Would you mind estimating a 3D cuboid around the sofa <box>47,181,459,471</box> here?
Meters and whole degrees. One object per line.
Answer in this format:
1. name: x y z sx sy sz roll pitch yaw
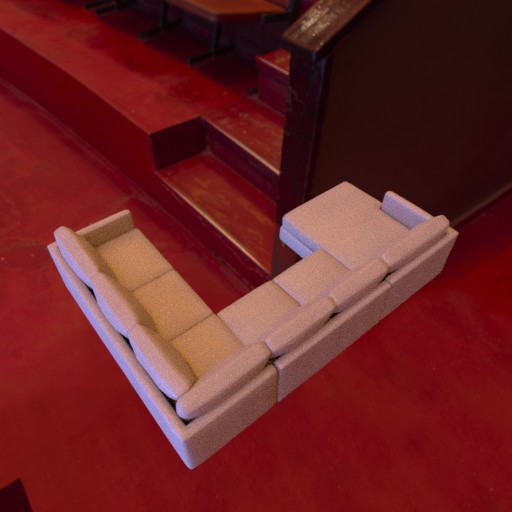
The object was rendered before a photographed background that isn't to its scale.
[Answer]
1. sofa: 0.000 0.000 4.756 3.460 0.961 2.594 -31 54 -25
